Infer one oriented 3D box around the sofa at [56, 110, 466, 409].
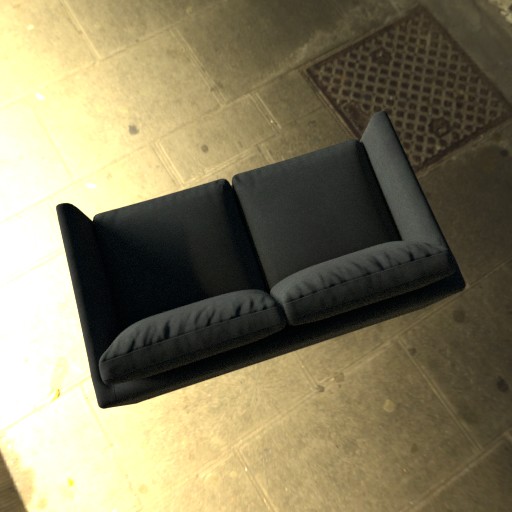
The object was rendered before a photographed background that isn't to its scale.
[{"bbox_3d":[0.000,0.000,2.485,1.909,0.845,1.091,-17,75,-5],"label":"sofa"}]
